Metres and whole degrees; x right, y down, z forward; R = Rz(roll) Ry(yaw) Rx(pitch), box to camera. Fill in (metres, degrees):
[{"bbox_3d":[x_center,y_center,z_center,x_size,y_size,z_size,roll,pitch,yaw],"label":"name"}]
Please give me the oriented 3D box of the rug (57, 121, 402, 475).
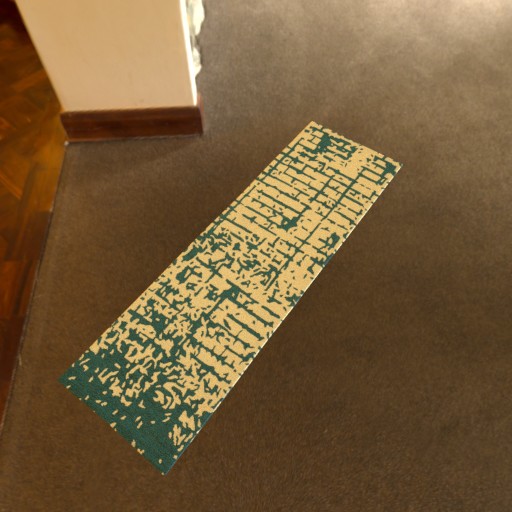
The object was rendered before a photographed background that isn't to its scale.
[{"bbox_3d":[0.000,0.000,2.687,0.750,0.011,2.435,32,63,19],"label":"rug"}]
